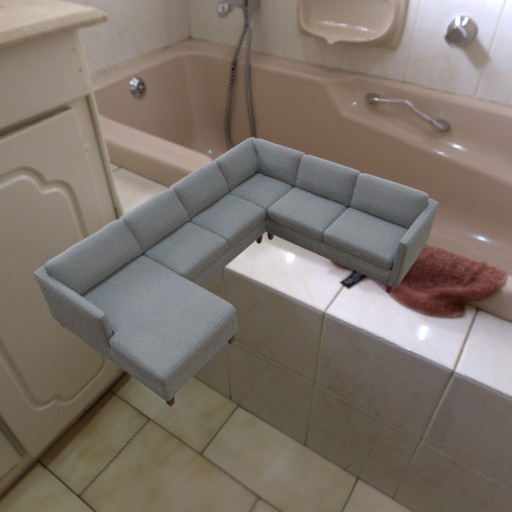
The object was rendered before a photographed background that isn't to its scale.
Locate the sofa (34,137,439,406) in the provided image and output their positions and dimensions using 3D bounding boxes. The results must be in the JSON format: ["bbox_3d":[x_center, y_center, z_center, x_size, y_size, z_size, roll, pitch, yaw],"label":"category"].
[{"bbox_3d":[0.000,0.000,4.465,2.551,0.853,3.238,25,47,27],"label":"sofa"}]
